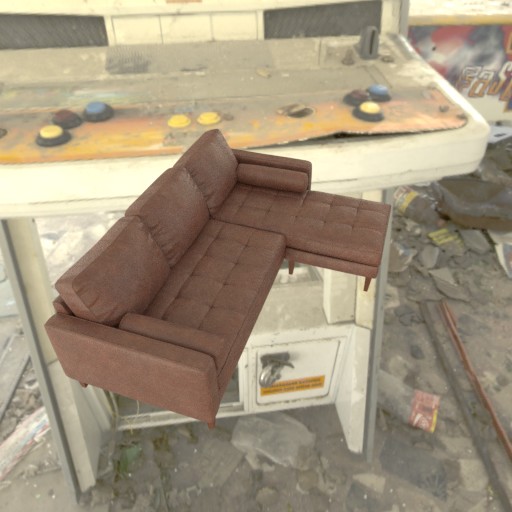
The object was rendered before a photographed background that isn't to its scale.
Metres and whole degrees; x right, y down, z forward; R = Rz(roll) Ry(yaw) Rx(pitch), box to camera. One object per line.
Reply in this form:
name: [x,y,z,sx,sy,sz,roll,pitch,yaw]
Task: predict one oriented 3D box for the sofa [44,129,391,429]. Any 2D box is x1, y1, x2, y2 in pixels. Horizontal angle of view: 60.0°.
sofa: [0.000,0.000,2.974,1.613,0.841,2.185,12,42,14]
